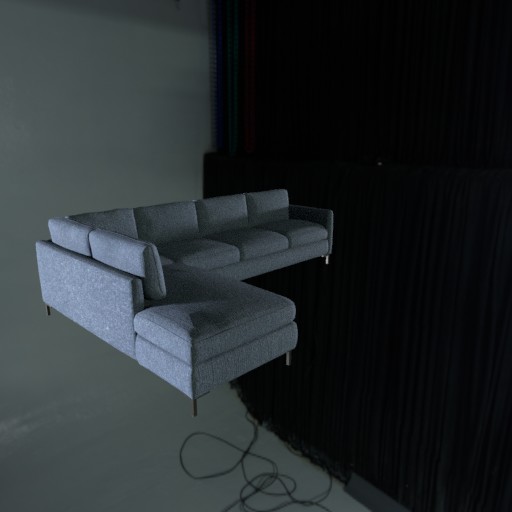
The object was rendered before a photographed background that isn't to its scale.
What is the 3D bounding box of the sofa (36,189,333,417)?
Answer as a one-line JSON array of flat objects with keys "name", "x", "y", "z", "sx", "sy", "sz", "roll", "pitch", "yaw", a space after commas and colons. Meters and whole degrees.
[{"name": "sofa", "x": 0.000, "y": 0.000, "z": 3.818, "sx": 2.007, "sy": 0.815, "sz": 2.949, "roll": 14, "pitch": 20, "yaw": 42}]
